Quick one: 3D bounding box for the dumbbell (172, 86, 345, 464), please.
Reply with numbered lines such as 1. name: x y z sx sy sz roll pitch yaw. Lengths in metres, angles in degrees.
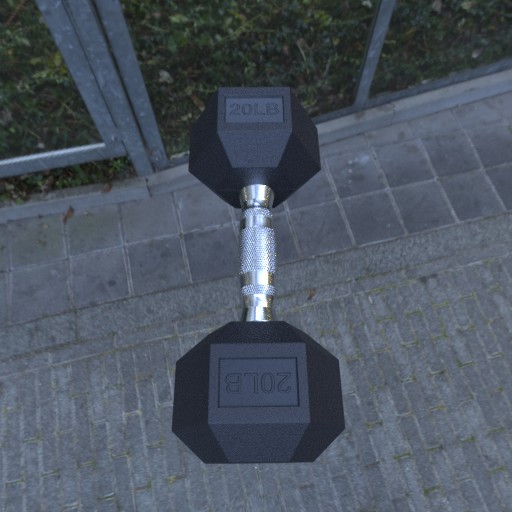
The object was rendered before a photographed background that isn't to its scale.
1. dumbbell: 0.000 0.000 0.321 0.106 0.092 0.272 -1 64 0
